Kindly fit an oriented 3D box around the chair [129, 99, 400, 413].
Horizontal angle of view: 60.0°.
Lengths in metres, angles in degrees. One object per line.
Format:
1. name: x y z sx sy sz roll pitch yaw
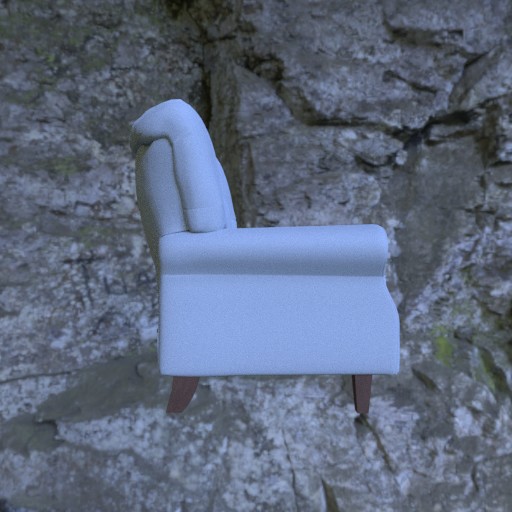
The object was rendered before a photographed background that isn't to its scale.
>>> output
1. chair: 0.000 0.000 2.111 1.128 1.217 1.090 0 0 1
